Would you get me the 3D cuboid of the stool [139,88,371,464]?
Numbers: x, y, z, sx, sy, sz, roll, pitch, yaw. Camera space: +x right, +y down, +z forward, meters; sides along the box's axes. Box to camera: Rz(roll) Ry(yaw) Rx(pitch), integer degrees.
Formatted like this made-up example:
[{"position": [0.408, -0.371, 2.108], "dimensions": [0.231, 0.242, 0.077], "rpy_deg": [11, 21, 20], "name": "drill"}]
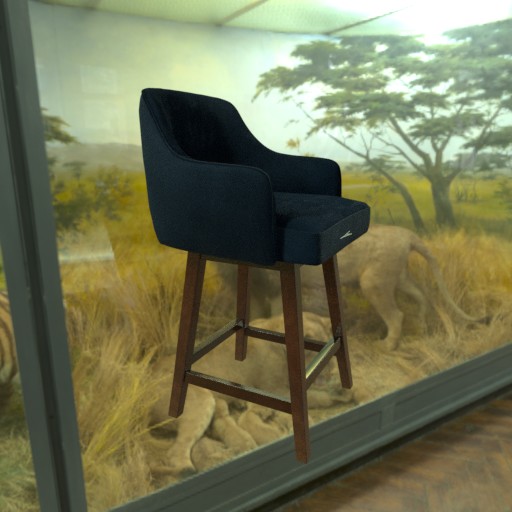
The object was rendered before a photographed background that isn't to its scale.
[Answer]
[{"position": [0.000, 0.000, 1.303], "dimensions": [0.560, 0.940, 0.550], "rpy_deg": [8, 17, 27], "name": "stool"}]
